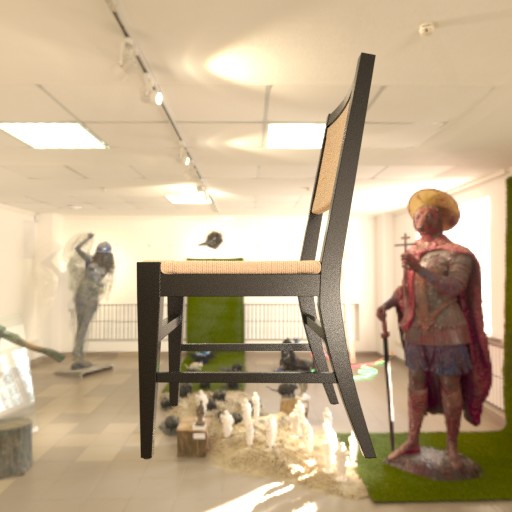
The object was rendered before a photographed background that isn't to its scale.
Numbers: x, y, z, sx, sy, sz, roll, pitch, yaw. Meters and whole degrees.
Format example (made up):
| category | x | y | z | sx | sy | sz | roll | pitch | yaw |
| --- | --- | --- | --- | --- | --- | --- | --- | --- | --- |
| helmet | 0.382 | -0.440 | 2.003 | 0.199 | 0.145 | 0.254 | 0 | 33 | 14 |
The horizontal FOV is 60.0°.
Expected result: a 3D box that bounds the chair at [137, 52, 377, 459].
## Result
| category | x | y | z | sx | sy | sz | roll | pitch | yaw |
| --- | --- | --- | --- | --- | --- | --- | --- | --- | --- |
| chair | 0.000 | 0.000 | 1.216 | 0.552 | 0.927 | 0.437 | 0 | -2 | -1 |
